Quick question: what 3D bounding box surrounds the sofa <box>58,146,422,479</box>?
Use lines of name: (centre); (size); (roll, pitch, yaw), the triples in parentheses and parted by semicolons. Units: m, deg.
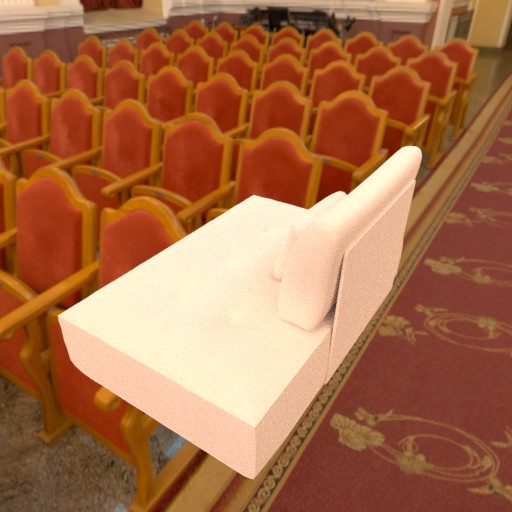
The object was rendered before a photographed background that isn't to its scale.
sofa: (0.000, 0.000, 2.046); (1.000, 0.820, 1.450); (19, 37, 28)
